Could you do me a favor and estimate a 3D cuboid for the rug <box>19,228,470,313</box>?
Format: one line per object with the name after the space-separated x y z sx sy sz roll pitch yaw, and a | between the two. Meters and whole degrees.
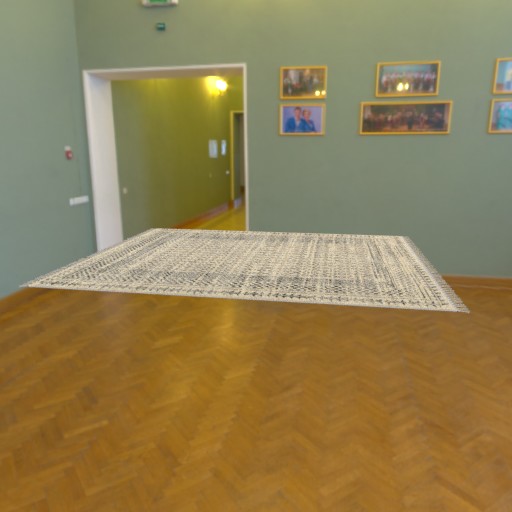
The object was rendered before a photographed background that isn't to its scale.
0.000 0.000 3.898 2.940 0.013 2.312 2 14 10 | rug
